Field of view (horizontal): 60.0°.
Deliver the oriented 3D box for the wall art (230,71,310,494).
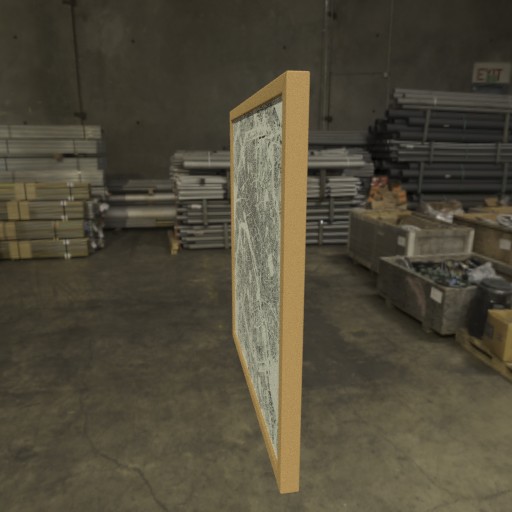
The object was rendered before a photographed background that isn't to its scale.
[{"bbox_3d":[0.000,0.000,1.131,0.037,0.761,0.761,-2,14,-10],"label":"wall art"}]
